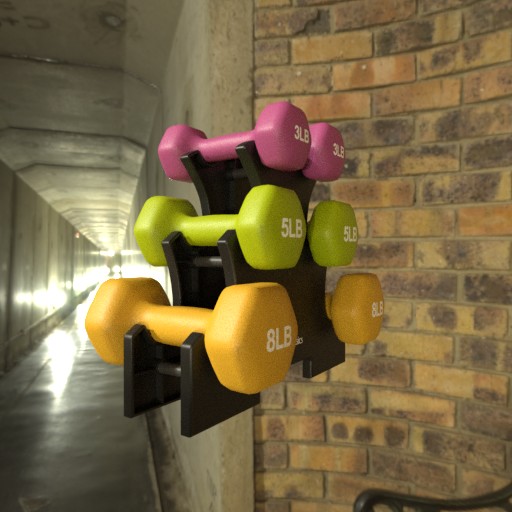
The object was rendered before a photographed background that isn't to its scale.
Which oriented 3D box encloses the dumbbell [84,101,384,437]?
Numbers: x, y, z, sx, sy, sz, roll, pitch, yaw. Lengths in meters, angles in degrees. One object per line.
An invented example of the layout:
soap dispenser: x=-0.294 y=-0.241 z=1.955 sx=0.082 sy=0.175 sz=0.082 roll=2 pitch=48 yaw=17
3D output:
dumbbell: x=0.000 y=0.000 z=0.470 sx=0.190 sy=0.271 sz=0.300 roll=0 pitch=1 yaw=35
